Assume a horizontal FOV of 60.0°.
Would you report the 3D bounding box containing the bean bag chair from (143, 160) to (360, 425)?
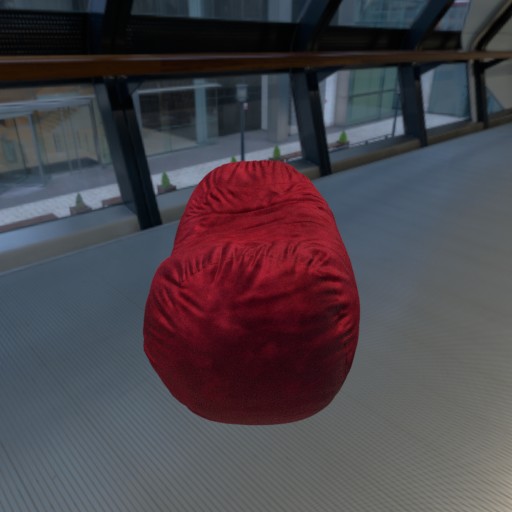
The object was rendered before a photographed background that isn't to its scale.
[{"bbox_3d":[0.000,0.000,2.884,1.216,0.867,2.293,0,27,0],"label":"bean bag chair"}]
